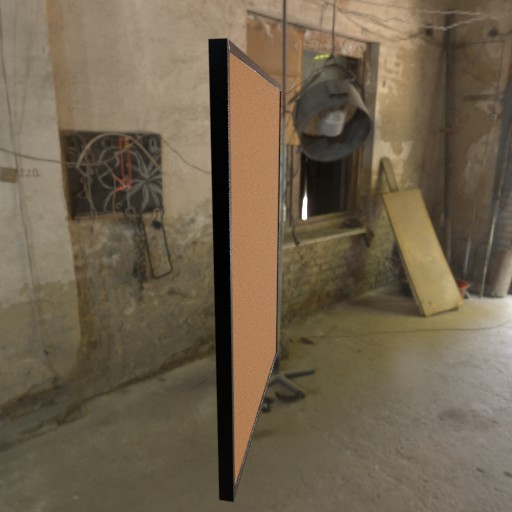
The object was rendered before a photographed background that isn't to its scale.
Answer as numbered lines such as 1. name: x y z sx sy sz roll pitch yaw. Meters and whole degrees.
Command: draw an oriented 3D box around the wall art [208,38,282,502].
1. wall art: 0.000 0.000 1.357 0.040 1.062 0.805 3 15 10
